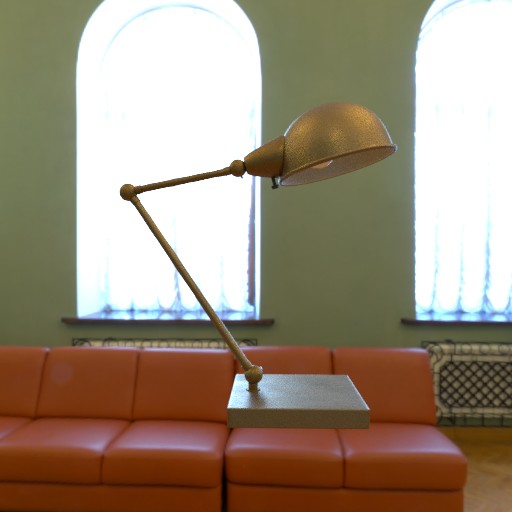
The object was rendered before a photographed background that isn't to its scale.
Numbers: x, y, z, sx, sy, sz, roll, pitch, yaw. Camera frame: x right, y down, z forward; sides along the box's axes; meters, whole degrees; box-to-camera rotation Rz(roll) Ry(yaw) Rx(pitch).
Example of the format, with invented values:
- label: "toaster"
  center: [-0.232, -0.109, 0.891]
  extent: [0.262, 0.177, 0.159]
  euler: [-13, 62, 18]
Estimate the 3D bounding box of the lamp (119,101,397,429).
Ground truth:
- label: "lamp"
  center: [0.000, 0.000, 0.547]
  extent: [0.339, 0.371, 0.149]
  euler: [0, 0, 2]
